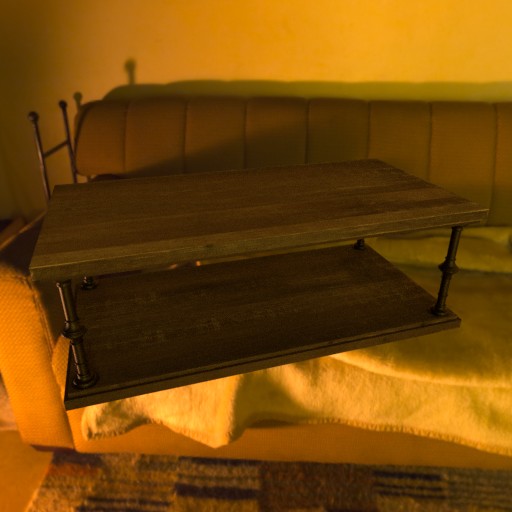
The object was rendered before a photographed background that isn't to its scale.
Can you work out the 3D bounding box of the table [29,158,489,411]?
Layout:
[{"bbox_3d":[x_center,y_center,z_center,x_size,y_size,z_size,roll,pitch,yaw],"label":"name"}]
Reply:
[{"bbox_3d":[0.000,0.000,1.318,1.088,0.373,0.554,-8,28,-15],"label":"table"}]
